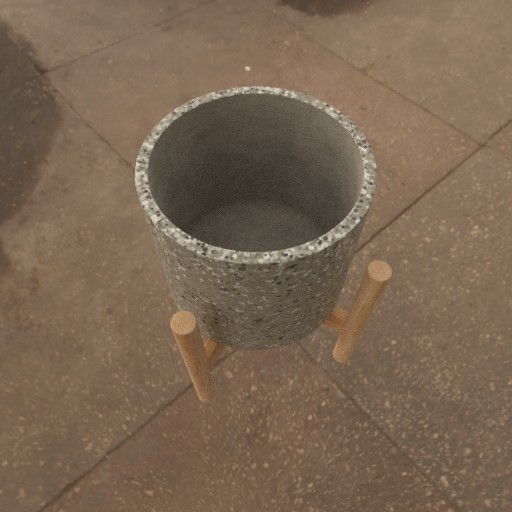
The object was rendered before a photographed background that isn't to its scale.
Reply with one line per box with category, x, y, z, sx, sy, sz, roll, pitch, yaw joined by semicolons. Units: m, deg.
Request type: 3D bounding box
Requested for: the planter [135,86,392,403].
planter;0.000;0.000;0.545;0.284;0.320;0.284;-34;63;-20
